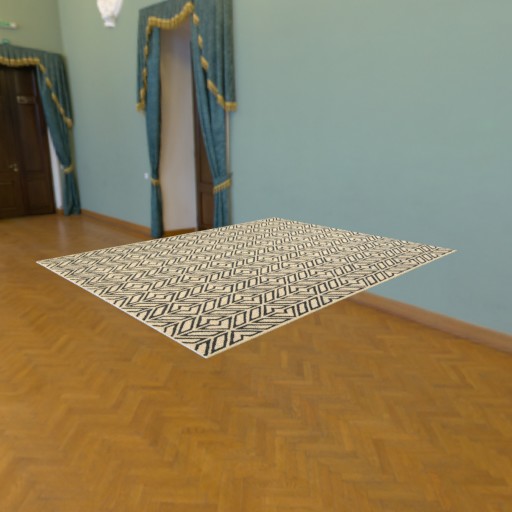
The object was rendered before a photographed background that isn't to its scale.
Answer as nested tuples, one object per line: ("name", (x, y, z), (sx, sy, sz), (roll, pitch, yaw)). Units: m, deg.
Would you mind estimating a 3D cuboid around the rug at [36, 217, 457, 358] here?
("rug", (0.000, 0.000, 4.084), (3.045, 0.008, 2.421), (-15, 21, -42))
